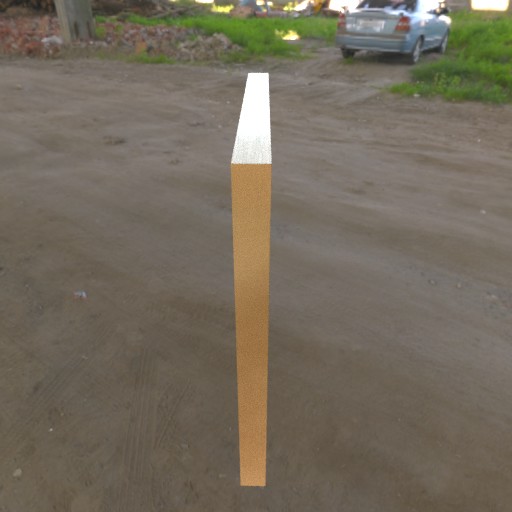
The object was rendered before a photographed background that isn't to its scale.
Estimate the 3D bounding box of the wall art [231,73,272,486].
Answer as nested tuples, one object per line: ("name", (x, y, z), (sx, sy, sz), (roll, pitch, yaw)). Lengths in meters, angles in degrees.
("wall art", (0.000, 0.000, 0.764), (0.038, 0.511, 0.513), (1, 31, 1))
